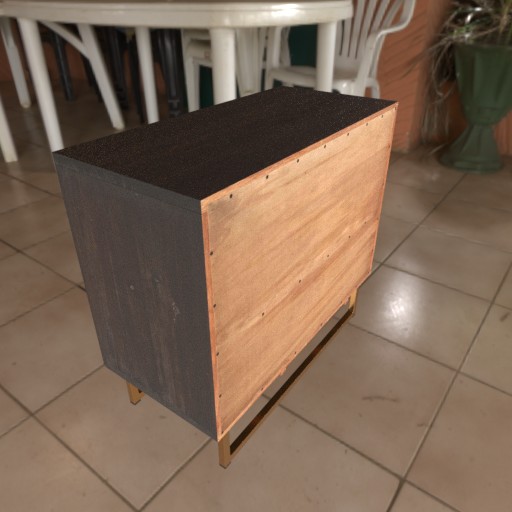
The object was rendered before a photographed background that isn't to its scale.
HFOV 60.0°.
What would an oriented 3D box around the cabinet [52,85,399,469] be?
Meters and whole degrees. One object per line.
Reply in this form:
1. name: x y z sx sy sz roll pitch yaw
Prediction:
1. cabinet: 0.000 0.000 1.440 0.451 0.860 0.950 21 37 30
